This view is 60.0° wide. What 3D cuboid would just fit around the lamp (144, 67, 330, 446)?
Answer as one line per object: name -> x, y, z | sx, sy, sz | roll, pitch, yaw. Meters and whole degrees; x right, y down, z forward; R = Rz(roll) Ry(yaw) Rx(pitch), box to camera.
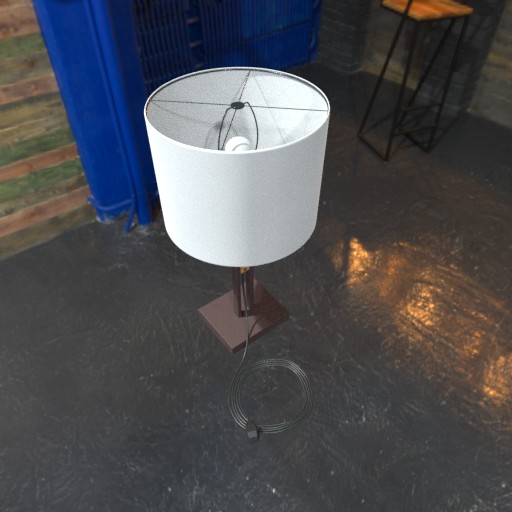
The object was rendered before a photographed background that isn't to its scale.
lamp -> 0.000, 0.000, 1.031 | 0.396, 0.668, 0.525 | -28, 51, -26
